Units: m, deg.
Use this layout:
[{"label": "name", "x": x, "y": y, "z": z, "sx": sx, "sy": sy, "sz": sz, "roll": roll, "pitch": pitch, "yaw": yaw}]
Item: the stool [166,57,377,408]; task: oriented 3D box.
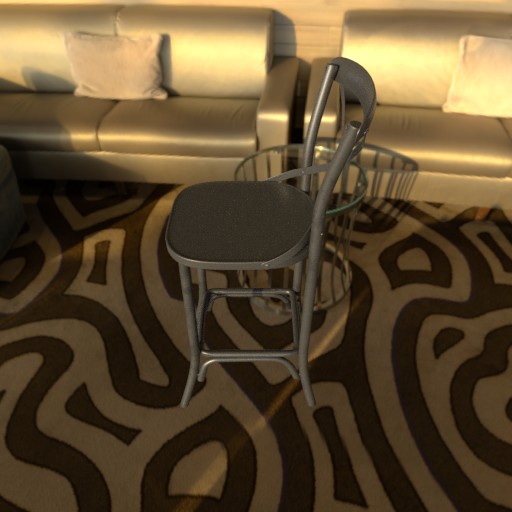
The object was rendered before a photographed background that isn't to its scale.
[{"label": "stool", "x": 0.000, "y": 0.000, "z": 1.476, "sx": 0.584, "sy": 1.168, "sz": 0.457, "roll": 0, "pitch": 41, "yaw": 0}]
